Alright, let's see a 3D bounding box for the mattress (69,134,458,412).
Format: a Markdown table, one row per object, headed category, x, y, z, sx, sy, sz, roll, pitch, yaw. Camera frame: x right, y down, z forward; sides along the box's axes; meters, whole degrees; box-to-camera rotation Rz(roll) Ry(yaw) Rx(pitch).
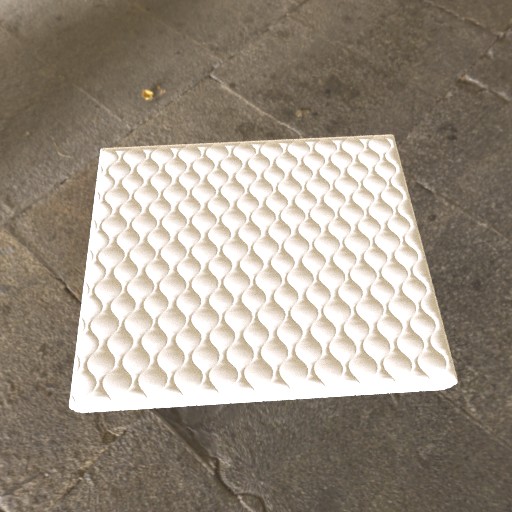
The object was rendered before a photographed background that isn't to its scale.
| category | x | y | z | sx | sy | sz | roll | pitch | yaw |
| --- | --- | --- | --- | --- | --- | --- | --- | --- | --- |
| mattress | 0.000 | 0.000 | 2.567 | 1.900 | 0.200 | 1.600 | -3 | 63 | -2 |
